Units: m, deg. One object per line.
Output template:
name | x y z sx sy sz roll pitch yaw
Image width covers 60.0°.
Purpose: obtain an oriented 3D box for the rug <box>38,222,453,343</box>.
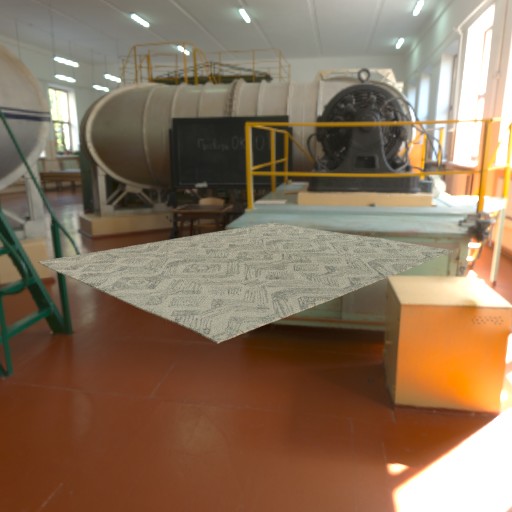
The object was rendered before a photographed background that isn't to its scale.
rug | 0.000 0.000 4.135 2.430 0.030 3.054 13 19 43
